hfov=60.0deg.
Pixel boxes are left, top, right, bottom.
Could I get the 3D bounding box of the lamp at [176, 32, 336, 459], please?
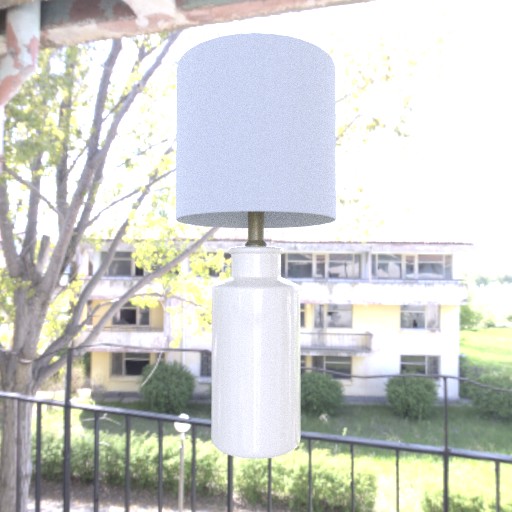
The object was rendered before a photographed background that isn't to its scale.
[{"bbox_3d":[0.000,0.000,0.593,0.212,0.493,0.212,-1,-2,17],"label":"lamp"}]
